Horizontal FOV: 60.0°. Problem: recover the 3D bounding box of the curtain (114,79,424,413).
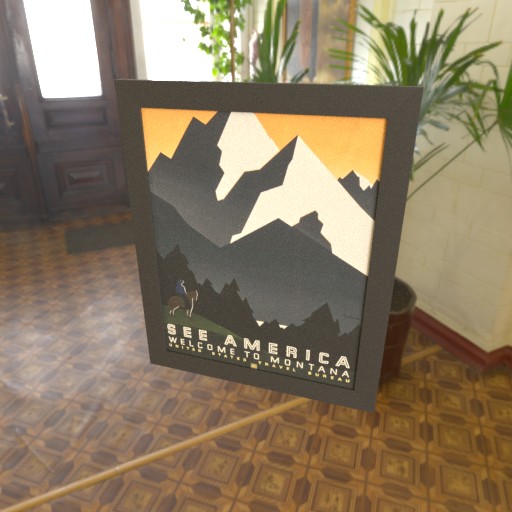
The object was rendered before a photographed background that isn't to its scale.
[{"bbox_3d":[0.000,0.000,0.801,0.483,0.585,0.027,8,27,16],"label":"curtain"}]
